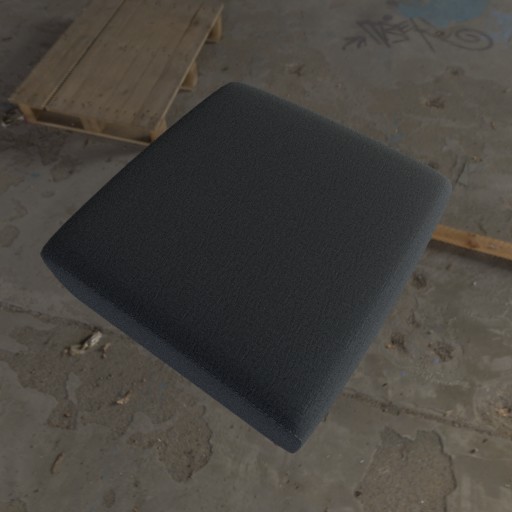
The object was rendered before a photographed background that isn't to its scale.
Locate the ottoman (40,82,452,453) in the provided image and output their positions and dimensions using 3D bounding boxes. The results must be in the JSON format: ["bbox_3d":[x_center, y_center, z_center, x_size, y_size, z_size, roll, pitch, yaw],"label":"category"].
[{"bbox_3d":[0.000,0.000,1.051,0.649,0.398,0.650,31,63,17],"label":"ottoman"}]
